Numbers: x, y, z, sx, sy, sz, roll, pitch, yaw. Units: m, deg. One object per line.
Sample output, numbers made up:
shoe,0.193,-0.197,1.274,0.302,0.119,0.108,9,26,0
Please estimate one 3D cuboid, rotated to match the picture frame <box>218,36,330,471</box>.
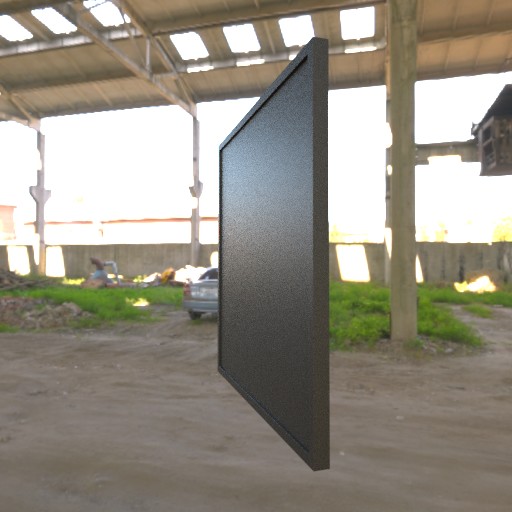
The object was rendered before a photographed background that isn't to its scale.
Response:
picture frame,0.000,0.000,1.163,0.032,0.775,0.775,0,-1,-18
